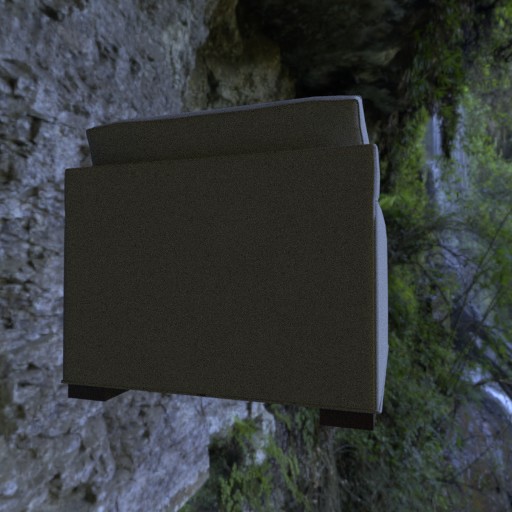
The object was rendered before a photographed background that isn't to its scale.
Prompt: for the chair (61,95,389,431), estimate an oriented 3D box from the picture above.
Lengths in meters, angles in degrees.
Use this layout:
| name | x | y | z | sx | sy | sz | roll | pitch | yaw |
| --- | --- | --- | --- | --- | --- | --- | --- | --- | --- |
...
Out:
| name | x | y | z | sx | sy | sz | roll | pitch | yaw |
| --- | --- | --- | --- | --- | --- | --- | --- | --- | --- |
| chair | 0.000 | 0.000 | 1.778 | 0.999 | 0.934 | 1.044 | 0 | -1 | 18 |
